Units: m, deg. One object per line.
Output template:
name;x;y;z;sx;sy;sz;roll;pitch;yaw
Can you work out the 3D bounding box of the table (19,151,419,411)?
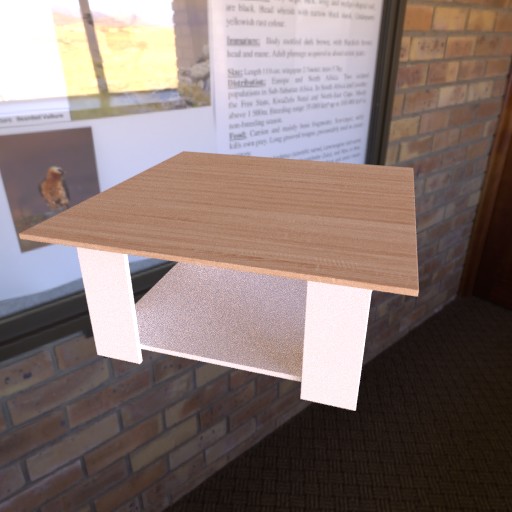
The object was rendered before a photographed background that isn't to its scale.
table;0.000;0.000;1.047;0.670;0.305;0.670;8;27;15
